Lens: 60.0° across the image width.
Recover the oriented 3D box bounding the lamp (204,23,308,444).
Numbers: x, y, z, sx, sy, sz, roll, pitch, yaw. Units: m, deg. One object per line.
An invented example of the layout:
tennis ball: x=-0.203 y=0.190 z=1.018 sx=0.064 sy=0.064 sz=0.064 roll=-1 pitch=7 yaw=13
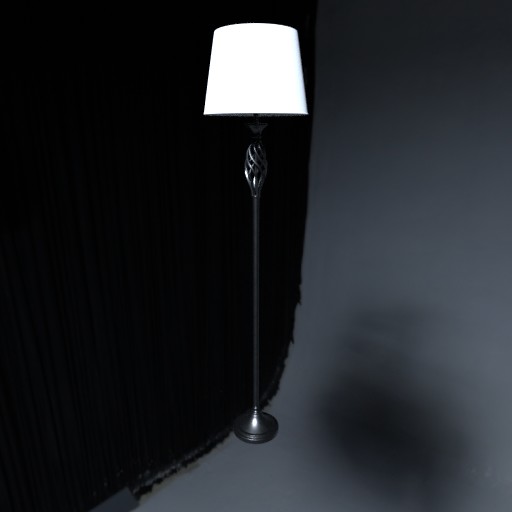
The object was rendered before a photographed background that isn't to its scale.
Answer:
lamp: x=0.000 y=0.000 z=1.774 sx=0.379 sy=1.623 sz=0.379 roll=0 pitch=16 yaw=0
